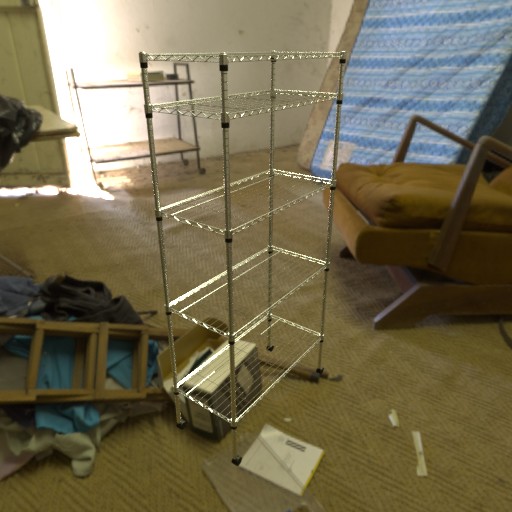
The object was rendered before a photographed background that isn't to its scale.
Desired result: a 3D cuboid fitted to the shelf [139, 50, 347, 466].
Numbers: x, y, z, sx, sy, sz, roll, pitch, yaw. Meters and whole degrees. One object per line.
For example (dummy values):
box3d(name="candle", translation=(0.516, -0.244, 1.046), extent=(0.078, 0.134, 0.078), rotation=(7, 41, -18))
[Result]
box3d(name="shelf", translation=(0.000, 0.000, 1.892), extent=(0.356, 1.587, 0.762), rotation=(18, 31, 33))
